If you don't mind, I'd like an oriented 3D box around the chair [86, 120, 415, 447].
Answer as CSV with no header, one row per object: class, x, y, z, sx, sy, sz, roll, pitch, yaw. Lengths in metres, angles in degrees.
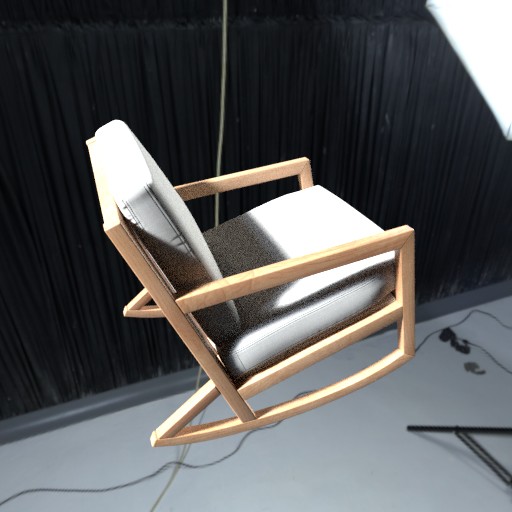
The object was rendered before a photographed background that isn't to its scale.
chair,0.000,0.000,1.387,0.857,0.790,0.622,-11,33,-18
